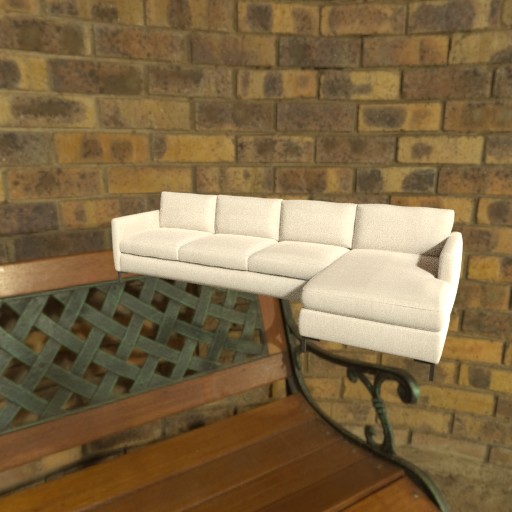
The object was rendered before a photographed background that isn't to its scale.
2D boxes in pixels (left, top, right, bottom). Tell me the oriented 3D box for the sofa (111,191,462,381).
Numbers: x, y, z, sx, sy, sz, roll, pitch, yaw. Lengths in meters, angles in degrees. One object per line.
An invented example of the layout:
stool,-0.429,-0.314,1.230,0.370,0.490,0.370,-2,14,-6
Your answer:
sofa,0.000,0.000,2.942,2.445,0.677,1.126,7,16,27
